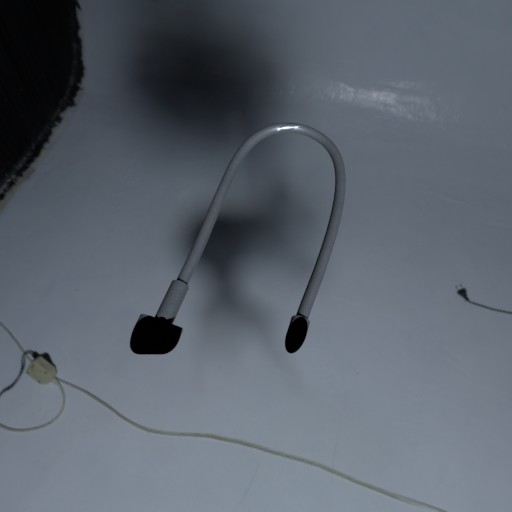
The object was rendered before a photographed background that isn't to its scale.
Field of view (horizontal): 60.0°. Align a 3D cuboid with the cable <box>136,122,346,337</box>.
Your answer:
[{"bbox_3d":[0.000,0.000,0.111,0.041,0.005,0.098,15,59,9],"label":"cable"}]
